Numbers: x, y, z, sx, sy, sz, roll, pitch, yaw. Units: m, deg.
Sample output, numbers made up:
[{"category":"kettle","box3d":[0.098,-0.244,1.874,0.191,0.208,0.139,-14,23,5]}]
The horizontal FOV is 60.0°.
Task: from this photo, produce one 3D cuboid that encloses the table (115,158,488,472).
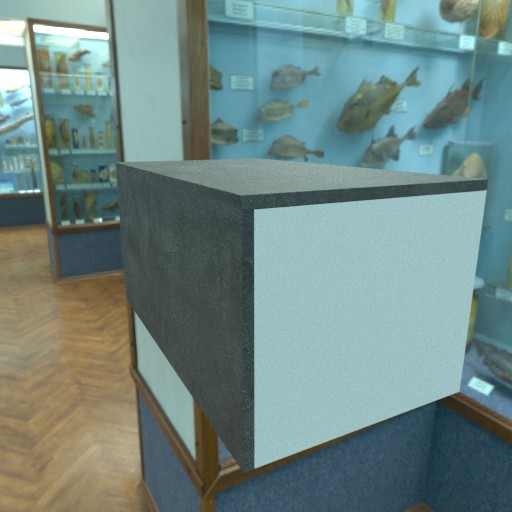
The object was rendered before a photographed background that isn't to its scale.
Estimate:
[{"category":"table","box3d":[0.000,0.000,0.902,0.400,0.350,0.700,-8,17,-26]}]
